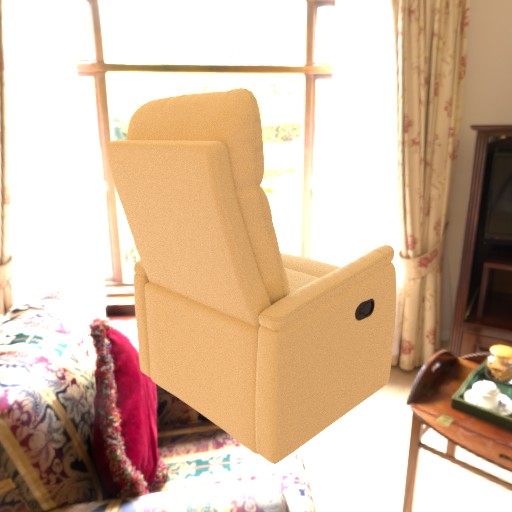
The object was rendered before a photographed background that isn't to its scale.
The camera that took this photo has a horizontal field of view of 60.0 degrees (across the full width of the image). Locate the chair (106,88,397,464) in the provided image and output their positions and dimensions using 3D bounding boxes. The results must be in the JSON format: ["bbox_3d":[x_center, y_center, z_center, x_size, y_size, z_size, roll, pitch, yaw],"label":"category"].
[{"bbox_3d":[0.000,0.000,1.615,0.831,1.082,0.775,-14,21,-42],"label":"chair"}]
